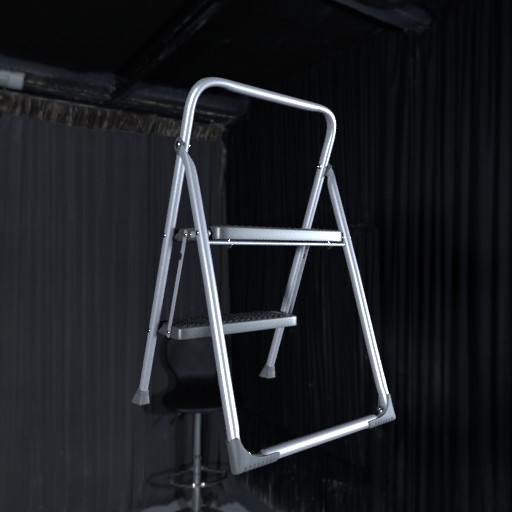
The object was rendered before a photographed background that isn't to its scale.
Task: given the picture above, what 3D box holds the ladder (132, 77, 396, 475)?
[{"bbox_3d":[0.000,0.000,1.031,0.430,0.720,0.472,0,1,-36],"label":"ladder"}]
